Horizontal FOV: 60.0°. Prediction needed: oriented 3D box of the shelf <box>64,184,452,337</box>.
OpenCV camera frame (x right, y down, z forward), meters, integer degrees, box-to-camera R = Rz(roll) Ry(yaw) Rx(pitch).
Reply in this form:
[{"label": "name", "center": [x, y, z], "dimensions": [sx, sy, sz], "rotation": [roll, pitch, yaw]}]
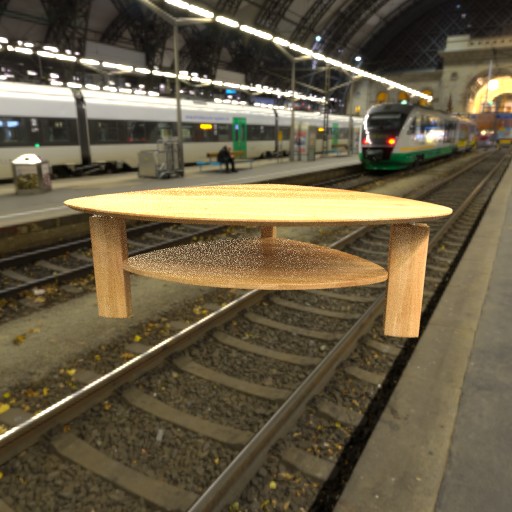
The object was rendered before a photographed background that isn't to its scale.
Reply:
[{"label": "shelf", "center": [0.000, 0.000, 1.643], "dimensions": [1.240, 0.439, 0.863], "rotation": [2, 15, 9]}]
